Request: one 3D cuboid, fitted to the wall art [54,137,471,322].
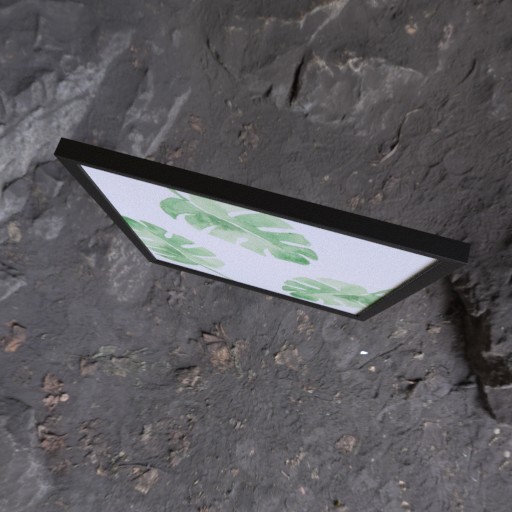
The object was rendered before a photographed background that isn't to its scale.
[{"bbox_3d":[0.000,0.000,1.160,0.765,0.765,0.038,15,75,4],"label":"wall art"}]
